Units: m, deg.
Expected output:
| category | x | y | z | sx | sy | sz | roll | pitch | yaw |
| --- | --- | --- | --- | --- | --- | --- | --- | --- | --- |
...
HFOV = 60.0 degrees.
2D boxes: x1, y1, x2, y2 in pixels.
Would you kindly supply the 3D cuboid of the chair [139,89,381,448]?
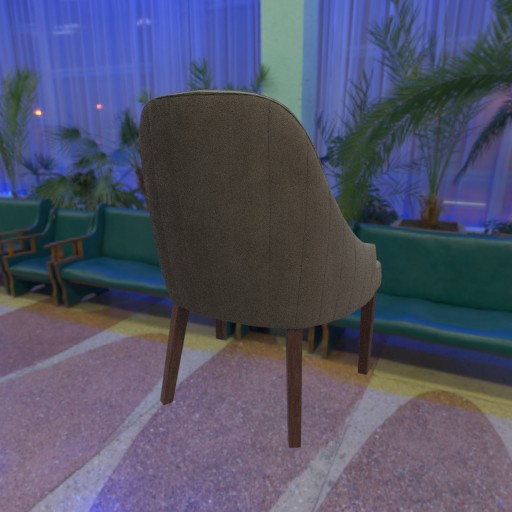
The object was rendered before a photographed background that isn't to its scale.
| category | x | y | z | sx | sy | sz | roll | pitch | yaw |
| --- | --- | --- | --- | --- | --- | --- | --- | --- | --- |
| chair | 0.000 | 0.000 | 1.313 | 0.643 | 0.889 | 0.575 | 8 | 18 | 26 |
